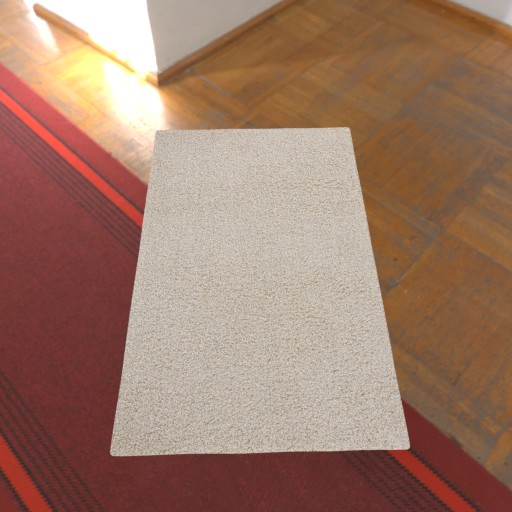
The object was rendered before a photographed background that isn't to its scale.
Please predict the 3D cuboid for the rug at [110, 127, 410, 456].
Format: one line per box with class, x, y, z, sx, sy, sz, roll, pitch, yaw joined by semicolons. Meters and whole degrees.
rug;0.000;0.000;3.344;1.778;0.030;2.743;-1;58;-1
